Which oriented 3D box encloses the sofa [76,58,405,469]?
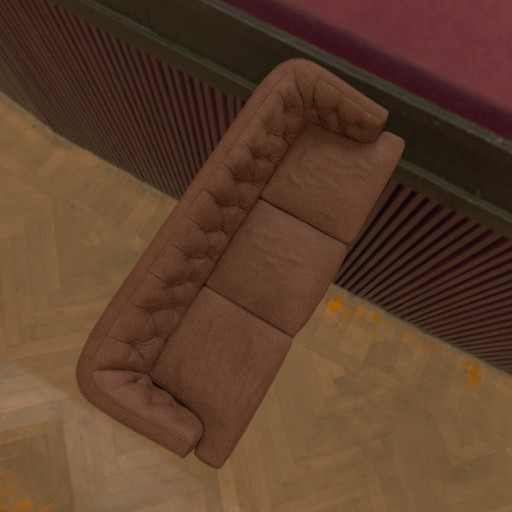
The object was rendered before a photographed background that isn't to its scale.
[{"bbox_3d":[0.000,0.000,2.637,0.927,0.787,2.227,30,77,8],"label":"sofa"}]
